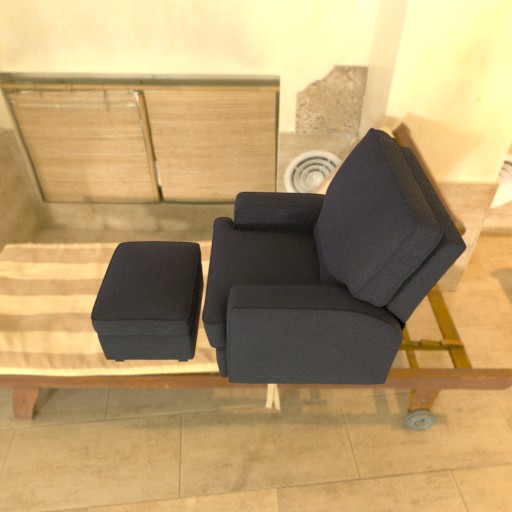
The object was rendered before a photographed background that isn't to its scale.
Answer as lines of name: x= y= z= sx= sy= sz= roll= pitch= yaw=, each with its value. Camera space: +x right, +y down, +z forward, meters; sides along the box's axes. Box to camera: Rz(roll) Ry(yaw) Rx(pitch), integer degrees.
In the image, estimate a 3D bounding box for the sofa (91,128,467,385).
sofa: x=0.000 y=0.000 z=2.048 sx=1.472 sy=0.959 sz=0.861 roll=0 pitch=40 yaw=0
